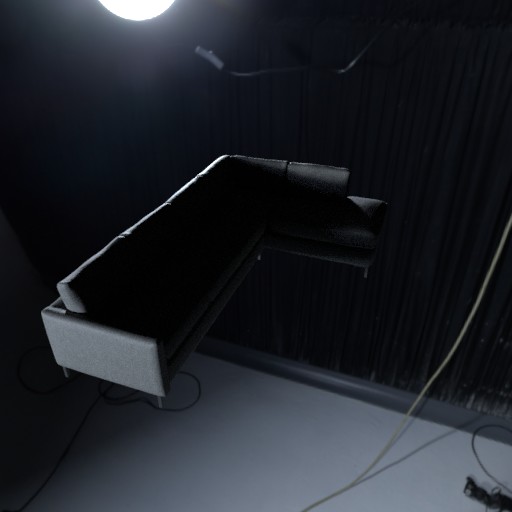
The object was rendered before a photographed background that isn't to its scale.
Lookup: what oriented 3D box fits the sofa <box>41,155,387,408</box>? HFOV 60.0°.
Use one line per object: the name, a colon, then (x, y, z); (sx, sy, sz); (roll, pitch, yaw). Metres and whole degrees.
sofa: (0.000, 0.000, 3.926); (1.984, 0.858, 2.972); (11, 33, 17)
